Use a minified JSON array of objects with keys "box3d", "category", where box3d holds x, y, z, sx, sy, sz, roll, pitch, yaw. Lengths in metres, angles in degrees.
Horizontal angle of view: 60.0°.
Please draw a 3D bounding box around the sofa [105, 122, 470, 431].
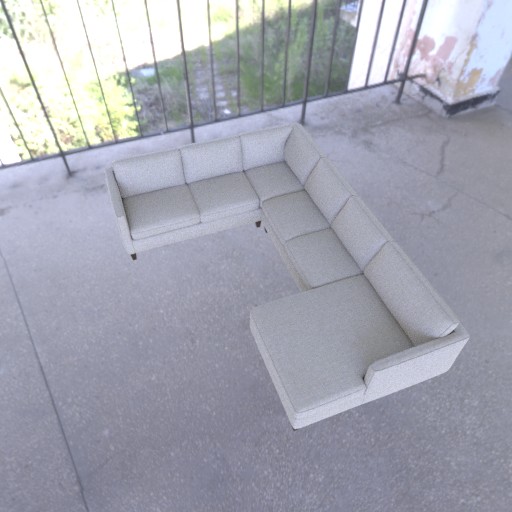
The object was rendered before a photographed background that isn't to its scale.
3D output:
[{"box3d":[0.000,0.000,4.569,2.551,0.889,3.403,-16,50,-14],"category":"sofa"}]
